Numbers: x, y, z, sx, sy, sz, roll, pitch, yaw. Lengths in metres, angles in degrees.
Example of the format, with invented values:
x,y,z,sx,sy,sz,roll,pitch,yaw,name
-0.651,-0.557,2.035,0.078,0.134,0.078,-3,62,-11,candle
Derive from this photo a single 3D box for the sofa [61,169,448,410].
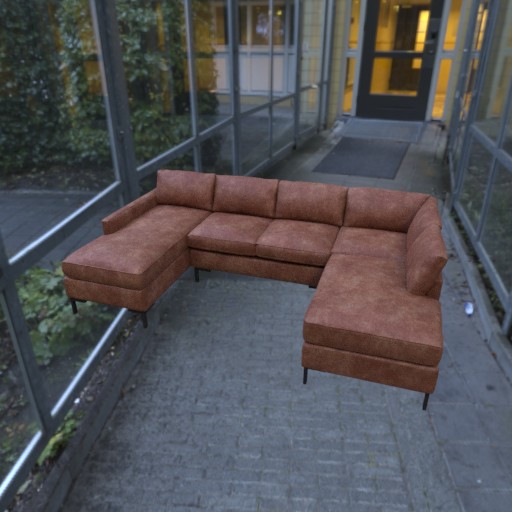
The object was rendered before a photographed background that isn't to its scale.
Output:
x,y,z,sx,sy,sz,roll,pitch,yaw,name
0.000,0.000,3.843,2.956,0.900,1.939,8,27,16,sofa
